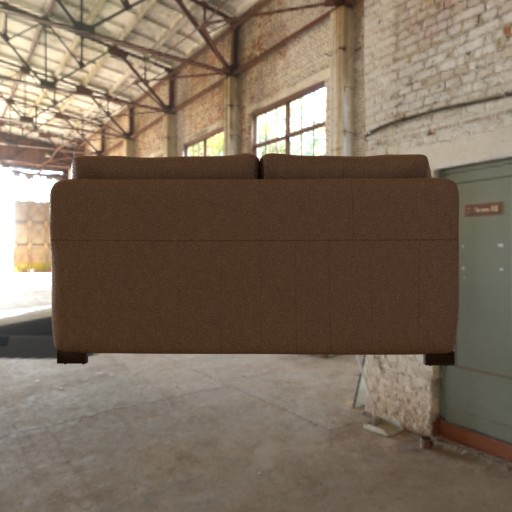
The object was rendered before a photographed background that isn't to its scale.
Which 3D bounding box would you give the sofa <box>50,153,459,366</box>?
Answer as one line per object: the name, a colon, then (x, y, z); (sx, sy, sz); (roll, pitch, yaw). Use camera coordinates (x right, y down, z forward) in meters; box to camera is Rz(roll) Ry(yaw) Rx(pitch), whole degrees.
sofa: (0.000, 0.000, 2.441); (1.855, 0.980, 0.962); (0, 0, 1)
